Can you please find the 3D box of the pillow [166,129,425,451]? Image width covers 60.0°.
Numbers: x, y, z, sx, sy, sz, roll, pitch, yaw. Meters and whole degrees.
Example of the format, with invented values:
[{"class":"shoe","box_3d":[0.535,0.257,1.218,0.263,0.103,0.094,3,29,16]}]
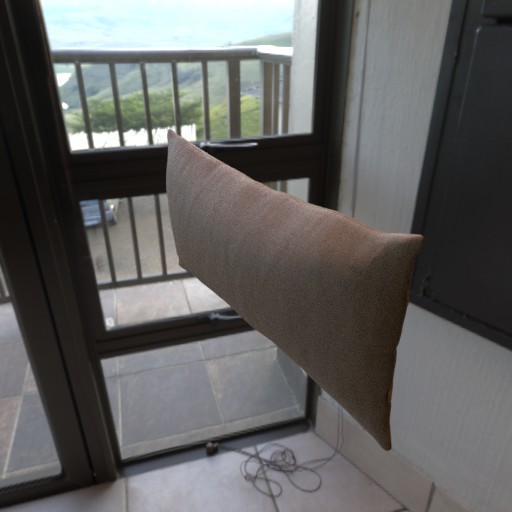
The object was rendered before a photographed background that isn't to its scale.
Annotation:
[{"class":"pillow","box_3d":[0.000,0.000,0.726,0.148,0.308,0.612,-18,32,-30]}]
